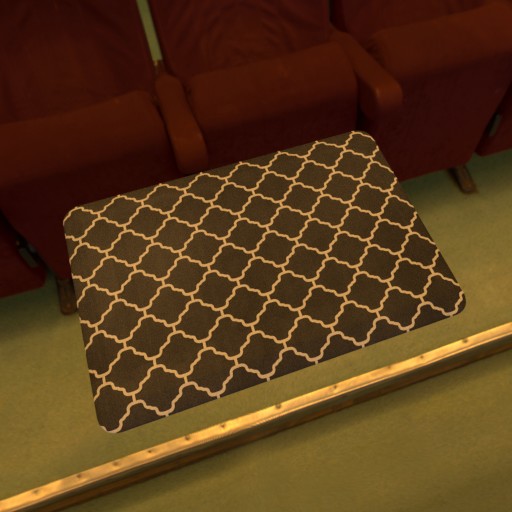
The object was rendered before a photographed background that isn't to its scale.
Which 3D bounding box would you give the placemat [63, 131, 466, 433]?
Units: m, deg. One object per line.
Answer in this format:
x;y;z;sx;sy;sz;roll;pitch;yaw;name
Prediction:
0.000;0.000;0.948;0.762;0.021;0.508;-17;65;-8;placemat
